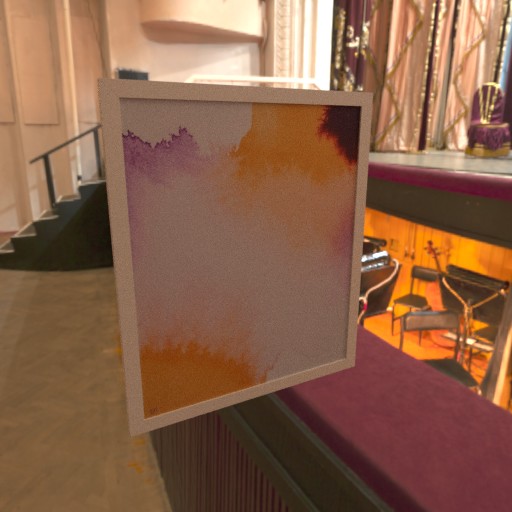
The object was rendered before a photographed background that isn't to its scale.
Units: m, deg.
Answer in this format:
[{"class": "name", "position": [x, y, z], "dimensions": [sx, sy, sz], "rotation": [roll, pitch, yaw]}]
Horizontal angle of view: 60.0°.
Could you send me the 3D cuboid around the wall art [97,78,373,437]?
[{"class": "wall art", "position": [0.000, 0.000, 0.777], "dimensions": [0.482, 0.557, 0.012], "rotation": [-8, 18, -28]}]
